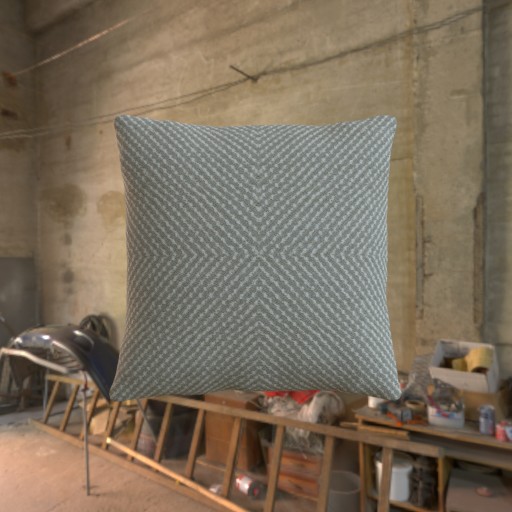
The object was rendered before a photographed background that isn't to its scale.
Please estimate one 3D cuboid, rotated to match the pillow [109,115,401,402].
[{"bbox_3d":[0.000,0.000,0.708,0.459,0.458,0.181,0,-1,-1],"label":"pillow"}]
